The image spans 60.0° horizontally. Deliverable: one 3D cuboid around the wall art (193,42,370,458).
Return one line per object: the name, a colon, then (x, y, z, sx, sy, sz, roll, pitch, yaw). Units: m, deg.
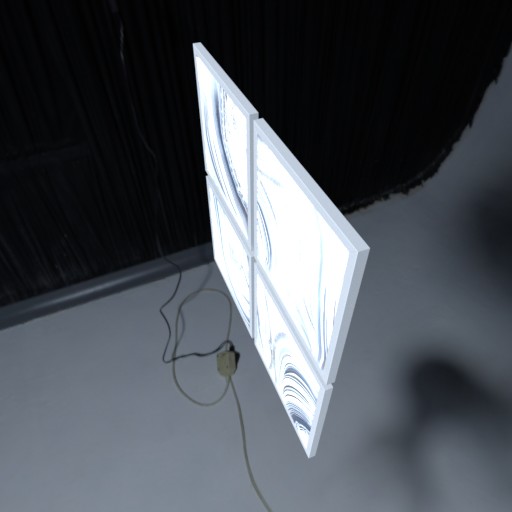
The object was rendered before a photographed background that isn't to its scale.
wall art: (0.000, 0.000, 1.630, 0.029, 1.118, 1.118, -16, 49, -15)
